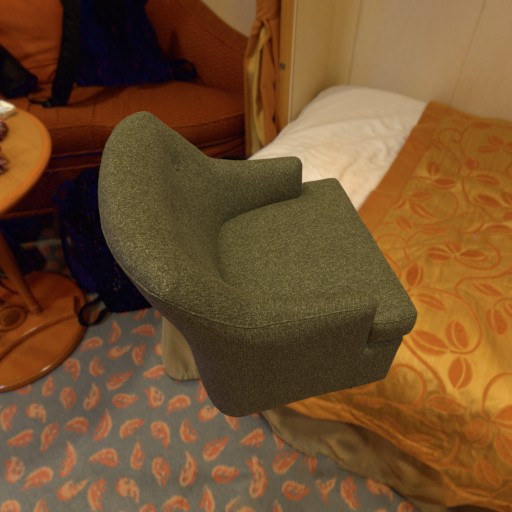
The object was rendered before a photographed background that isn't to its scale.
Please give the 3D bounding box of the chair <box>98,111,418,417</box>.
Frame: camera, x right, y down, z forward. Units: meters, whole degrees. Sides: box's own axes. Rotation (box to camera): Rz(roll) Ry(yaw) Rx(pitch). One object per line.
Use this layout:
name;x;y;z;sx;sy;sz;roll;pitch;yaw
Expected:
chair;0.000;0.000;1.603;0.923;0.856;0.864;-10;47;-9
